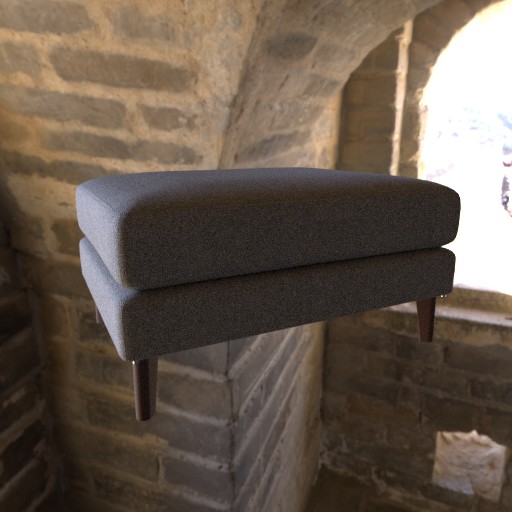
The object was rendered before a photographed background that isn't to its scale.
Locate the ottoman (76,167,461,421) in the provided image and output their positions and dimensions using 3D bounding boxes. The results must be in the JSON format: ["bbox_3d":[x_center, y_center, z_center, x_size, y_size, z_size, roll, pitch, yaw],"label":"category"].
[{"bbox_3d":[0.000,0.000,1.175,0.821,0.441,0.611,-7,16,-26],"label":"ottoman"}]
